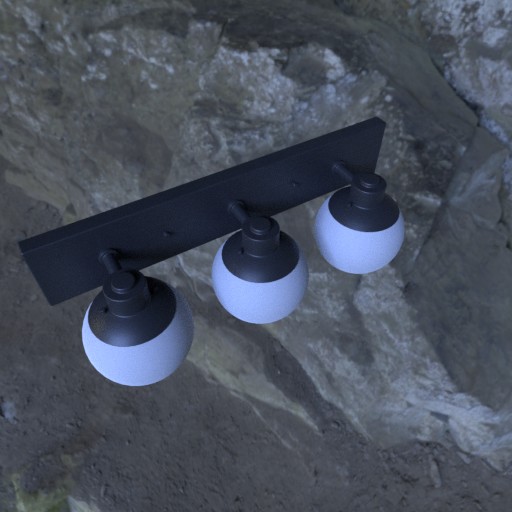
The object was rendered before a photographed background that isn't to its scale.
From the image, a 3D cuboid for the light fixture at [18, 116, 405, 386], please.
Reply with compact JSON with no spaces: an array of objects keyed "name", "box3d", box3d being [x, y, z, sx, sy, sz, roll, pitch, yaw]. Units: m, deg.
[{"name":"light fixture","box3d":[0.000,0.000,0.835,0.721,0.263,0.218,-24,52,-20]}]
